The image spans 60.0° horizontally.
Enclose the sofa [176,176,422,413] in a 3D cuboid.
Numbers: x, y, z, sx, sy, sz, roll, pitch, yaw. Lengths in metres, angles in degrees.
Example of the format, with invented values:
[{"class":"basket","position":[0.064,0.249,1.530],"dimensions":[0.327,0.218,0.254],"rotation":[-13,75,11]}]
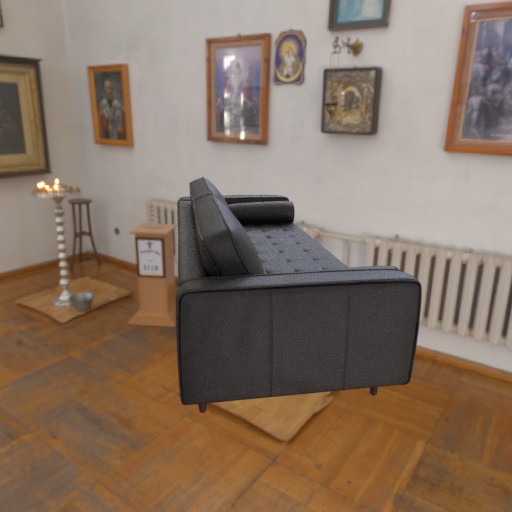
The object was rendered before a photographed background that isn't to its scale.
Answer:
[{"class":"sofa","position":[0.000,0.000,2.611],"dimensions":[0.914,0.762,2.210],"rotation":[-3,16,-9]}]
